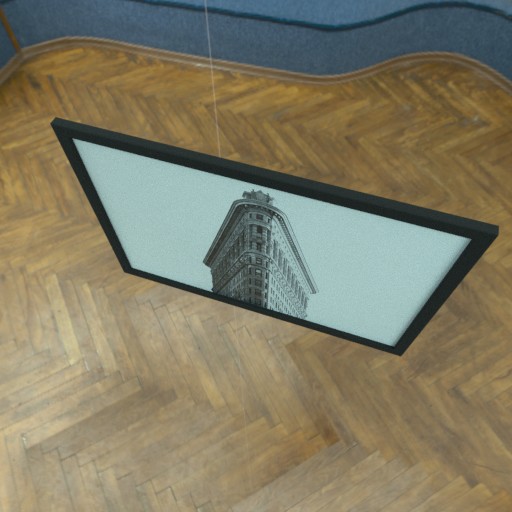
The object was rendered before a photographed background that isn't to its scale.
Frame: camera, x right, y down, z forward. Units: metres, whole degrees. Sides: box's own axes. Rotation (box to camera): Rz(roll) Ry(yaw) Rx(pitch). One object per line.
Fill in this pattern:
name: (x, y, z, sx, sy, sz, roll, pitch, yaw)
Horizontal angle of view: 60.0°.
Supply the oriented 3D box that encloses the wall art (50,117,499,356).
wall art: (0.000, 0.000, 1.188, 0.958, 0.656, 0.026, 16, 59, 10)
